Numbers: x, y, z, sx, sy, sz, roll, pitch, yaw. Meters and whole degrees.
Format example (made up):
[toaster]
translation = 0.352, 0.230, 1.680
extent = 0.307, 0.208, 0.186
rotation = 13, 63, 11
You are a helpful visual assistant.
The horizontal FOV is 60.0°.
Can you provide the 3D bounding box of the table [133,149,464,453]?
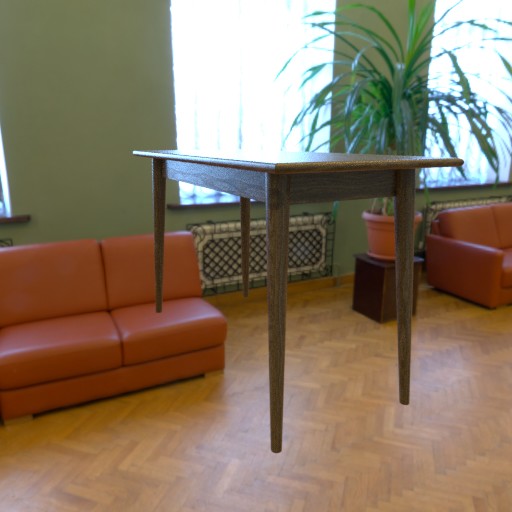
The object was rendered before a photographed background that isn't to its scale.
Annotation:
[table]
translation = 0.000, 0.000, 1.727
extent = 0.599, 0.780, 1.300
rotation = -8, 17, -27
